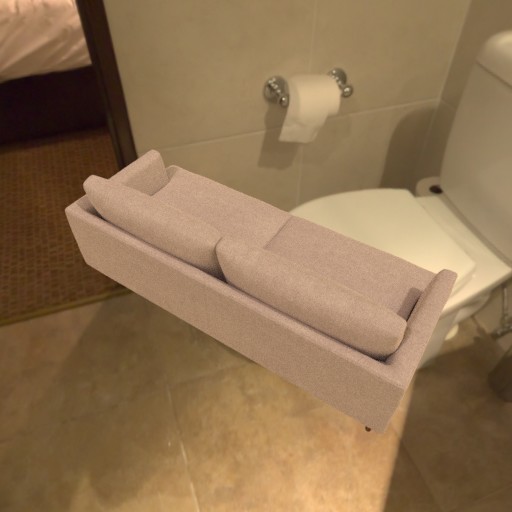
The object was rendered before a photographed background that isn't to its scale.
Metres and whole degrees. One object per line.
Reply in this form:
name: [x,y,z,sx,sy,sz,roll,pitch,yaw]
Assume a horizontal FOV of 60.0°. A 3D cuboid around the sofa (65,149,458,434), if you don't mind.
sofa: [0.000,0.000,2.811,2.250,0.868,1.020,25,51,22]
